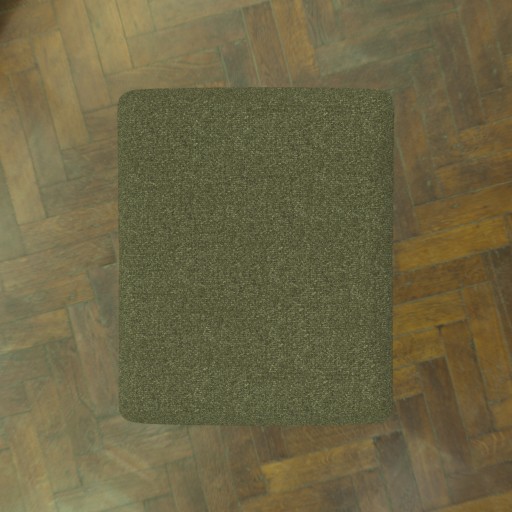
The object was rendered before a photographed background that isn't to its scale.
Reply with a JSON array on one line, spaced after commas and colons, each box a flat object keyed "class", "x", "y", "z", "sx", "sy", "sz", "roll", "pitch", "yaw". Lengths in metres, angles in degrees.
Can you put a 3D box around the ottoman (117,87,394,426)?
[{"class": "ottoman", "x": 0.000, "y": 0.000, "z": 1.120, "sx": 0.598, "sy": 0.476, "sz": 0.742, "roll": 0, "pitch": 91, "yaw": 0}]
